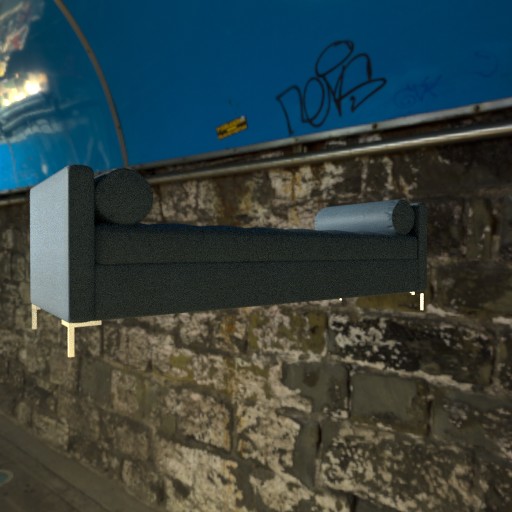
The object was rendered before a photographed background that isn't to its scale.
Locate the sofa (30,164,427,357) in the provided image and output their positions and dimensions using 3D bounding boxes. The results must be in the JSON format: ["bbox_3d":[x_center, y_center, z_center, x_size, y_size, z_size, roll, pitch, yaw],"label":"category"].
[{"bbox_3d":[0.000,0.000,2.268,1.981,0.635,0.686,0,1,-36],"label":"sofa"}]
